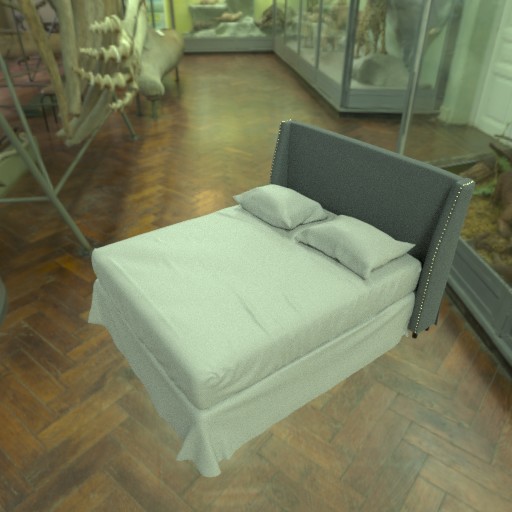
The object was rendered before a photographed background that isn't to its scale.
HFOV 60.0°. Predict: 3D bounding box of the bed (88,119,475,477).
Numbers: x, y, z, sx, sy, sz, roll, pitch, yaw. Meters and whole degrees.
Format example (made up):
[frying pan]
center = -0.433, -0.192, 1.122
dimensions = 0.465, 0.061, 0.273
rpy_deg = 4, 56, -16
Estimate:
[bed]
center = 0.000, 0.000, 3.368
dimensions = 2.276, 1.332, 1.925
rpy_deg = -21, 38, -30
